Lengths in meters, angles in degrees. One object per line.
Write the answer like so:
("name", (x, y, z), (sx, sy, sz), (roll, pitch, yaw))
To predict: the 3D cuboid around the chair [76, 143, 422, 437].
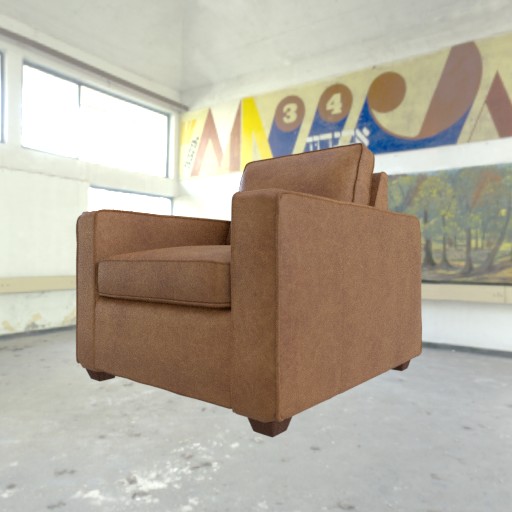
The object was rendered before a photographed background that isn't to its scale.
("chair", (0.000, 0.000, 1.705), (0.987, 0.901, 1.027), (0, 0, 37))
